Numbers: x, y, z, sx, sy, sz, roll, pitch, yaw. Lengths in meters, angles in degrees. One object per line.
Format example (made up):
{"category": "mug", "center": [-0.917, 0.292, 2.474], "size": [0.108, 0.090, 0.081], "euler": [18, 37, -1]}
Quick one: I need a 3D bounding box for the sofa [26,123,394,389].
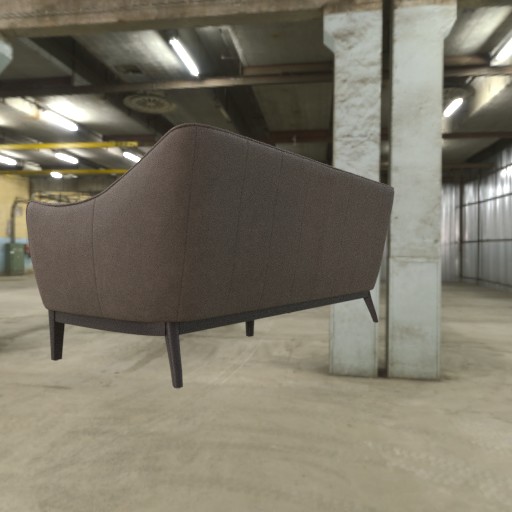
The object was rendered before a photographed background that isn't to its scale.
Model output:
{"category": "sofa", "center": [0.000, 0.000, 2.245], "size": [0.869, 0.831, 1.928], "euler": [0, 0, 37]}
